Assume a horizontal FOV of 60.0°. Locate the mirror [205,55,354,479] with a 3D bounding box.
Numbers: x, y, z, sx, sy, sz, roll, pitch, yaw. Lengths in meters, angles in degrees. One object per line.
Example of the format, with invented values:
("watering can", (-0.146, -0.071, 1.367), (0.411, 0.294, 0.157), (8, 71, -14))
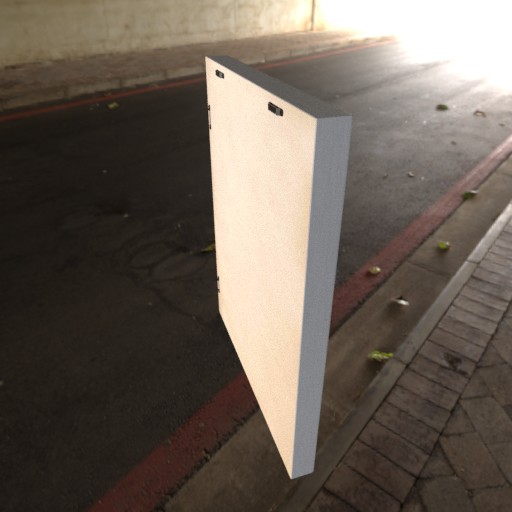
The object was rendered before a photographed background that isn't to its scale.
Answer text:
("mirror", (0.000, 0.000, 0.669), (0.041, 0.508, 0.405), (-10, 33, -16))
